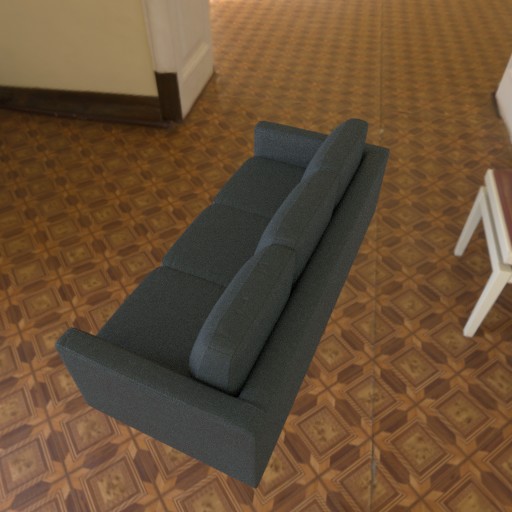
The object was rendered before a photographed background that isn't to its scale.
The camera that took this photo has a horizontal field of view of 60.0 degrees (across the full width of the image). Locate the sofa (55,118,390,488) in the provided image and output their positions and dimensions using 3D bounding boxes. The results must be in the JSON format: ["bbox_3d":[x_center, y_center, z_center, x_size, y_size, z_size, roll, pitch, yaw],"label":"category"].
[{"bbox_3d":[0.000,0.000,2.439,0.935,0.945,2.013,18,48,17],"label":"sofa"}]
